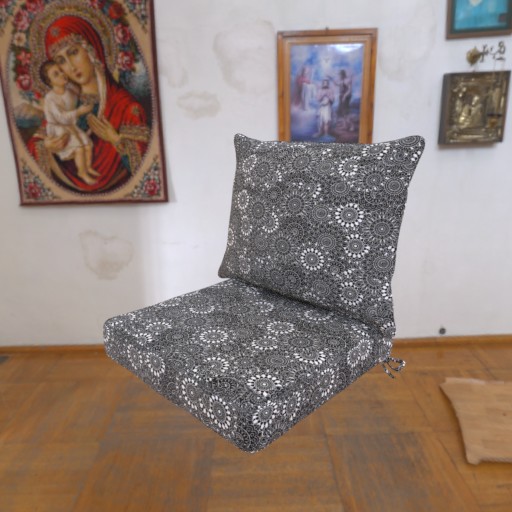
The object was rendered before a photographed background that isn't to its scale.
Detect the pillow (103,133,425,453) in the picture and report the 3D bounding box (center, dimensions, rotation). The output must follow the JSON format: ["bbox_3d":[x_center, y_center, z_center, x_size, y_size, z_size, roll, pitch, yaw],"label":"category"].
[{"bbox_3d":[0.000,0.000,1.372,0.798,0.722,0.740,15,22,42],"label":"pillow"}]
